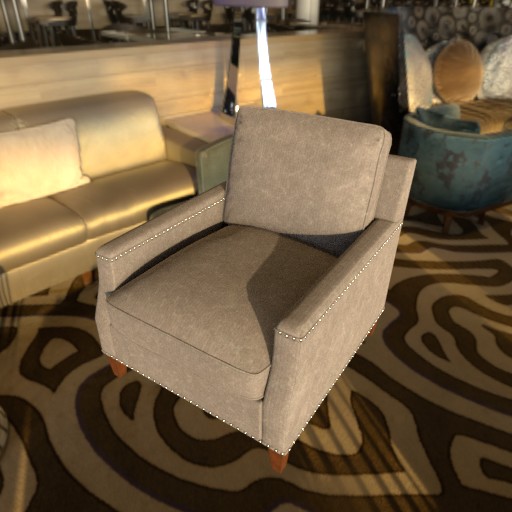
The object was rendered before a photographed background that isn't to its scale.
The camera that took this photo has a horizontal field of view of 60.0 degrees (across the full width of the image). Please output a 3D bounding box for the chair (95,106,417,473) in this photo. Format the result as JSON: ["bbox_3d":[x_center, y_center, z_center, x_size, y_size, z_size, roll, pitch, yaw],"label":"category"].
[{"bbox_3d":[0.000,0.000,1.729,0.853,0.948,1.014,19,35,28],"label":"chair"}]
